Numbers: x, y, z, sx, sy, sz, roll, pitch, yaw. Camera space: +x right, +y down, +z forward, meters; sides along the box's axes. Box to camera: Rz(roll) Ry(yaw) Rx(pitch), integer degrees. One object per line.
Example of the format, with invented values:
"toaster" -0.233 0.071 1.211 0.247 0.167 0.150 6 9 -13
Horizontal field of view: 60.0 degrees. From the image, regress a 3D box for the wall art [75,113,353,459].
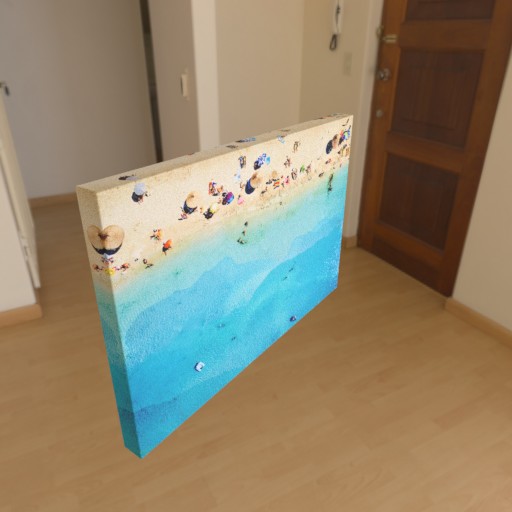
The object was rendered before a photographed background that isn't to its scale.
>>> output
"wall art" 0.000 0.000 1.146 0.057 0.595 0.894 19 32 32
